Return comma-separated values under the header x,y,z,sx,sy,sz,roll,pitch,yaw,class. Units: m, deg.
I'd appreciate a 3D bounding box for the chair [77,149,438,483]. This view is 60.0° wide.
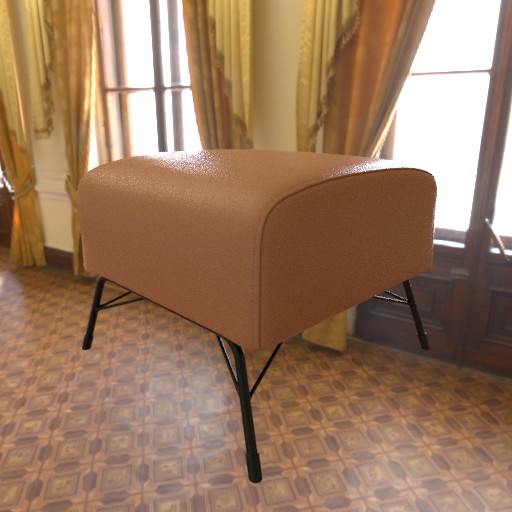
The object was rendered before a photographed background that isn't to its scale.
x,y,z,sx,sy,sz,roll,pitch,yaw,class
0.000,0.000,0.886,0.530,0.410,0.530,-16,23,-43,chair
